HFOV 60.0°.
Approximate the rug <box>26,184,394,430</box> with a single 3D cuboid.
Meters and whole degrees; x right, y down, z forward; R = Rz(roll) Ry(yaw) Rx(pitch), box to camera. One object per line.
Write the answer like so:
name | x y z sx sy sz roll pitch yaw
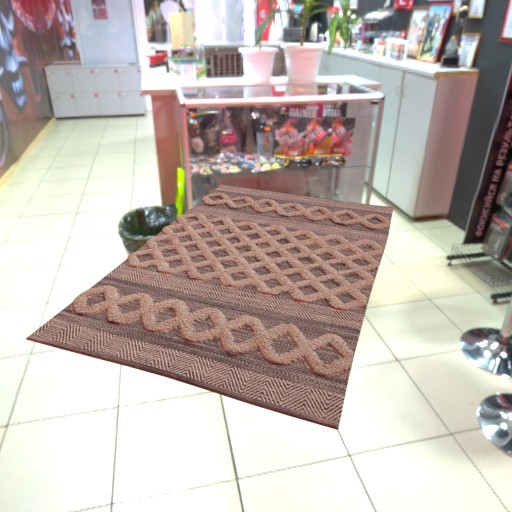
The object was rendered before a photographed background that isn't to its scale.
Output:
rug | 0.000 0.000 2.266 1.222 0.030 1.823 10 31 18
